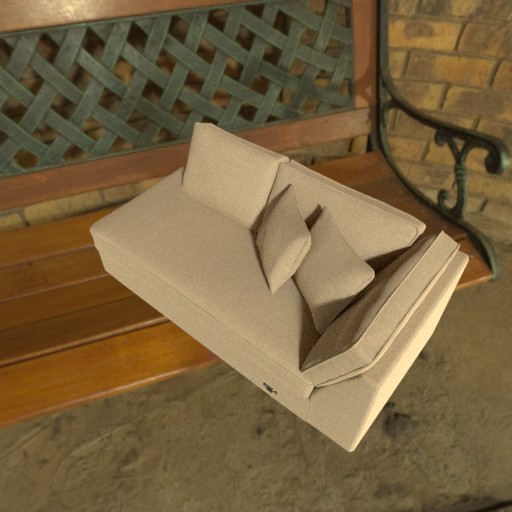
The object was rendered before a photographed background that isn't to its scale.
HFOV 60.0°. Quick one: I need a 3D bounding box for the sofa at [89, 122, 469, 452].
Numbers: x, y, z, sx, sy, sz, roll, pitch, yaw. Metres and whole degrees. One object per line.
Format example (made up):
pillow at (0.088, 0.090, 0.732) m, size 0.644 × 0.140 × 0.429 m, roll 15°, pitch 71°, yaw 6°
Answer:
sofa at (0.000, 0.000, 2.907) m, size 2.237 × 1.033 × 1.110 m, roll 30°, pitch 53°, yaw 26°
